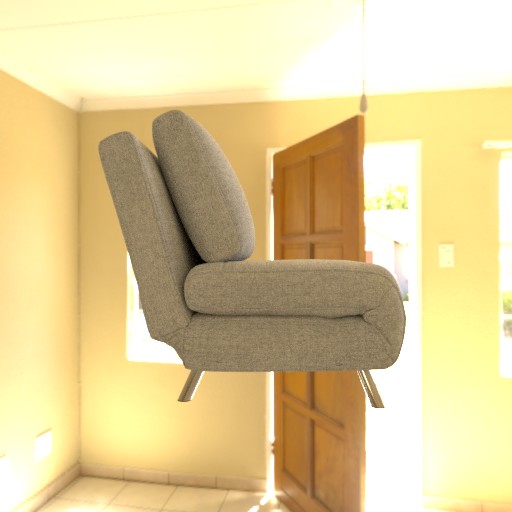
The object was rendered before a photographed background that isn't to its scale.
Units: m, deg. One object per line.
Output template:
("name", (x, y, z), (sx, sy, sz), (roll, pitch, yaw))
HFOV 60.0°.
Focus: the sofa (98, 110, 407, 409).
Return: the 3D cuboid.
("sofa", (0.000, 0.000, 1.882), (0.910, 0.910, 1.220), (0, -1, 1))
